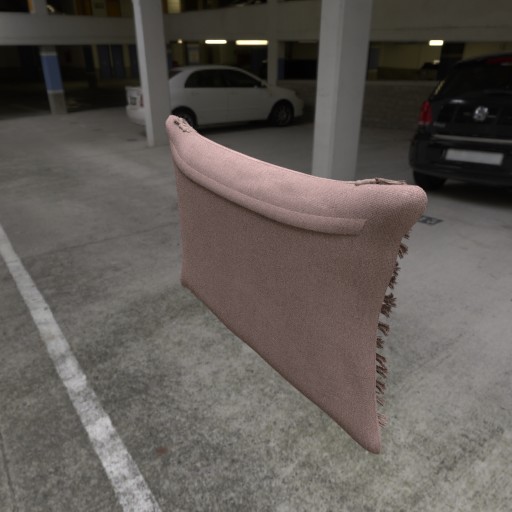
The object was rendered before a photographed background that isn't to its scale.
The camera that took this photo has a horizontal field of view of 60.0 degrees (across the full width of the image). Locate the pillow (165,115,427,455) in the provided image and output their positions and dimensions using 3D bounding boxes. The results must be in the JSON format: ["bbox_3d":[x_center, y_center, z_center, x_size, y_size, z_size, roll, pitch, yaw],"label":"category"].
[{"bbox_3d":[0.000,0.000,0.582,0.084,0.305,0.466,-17,31,-31],"label":"pillow"}]
